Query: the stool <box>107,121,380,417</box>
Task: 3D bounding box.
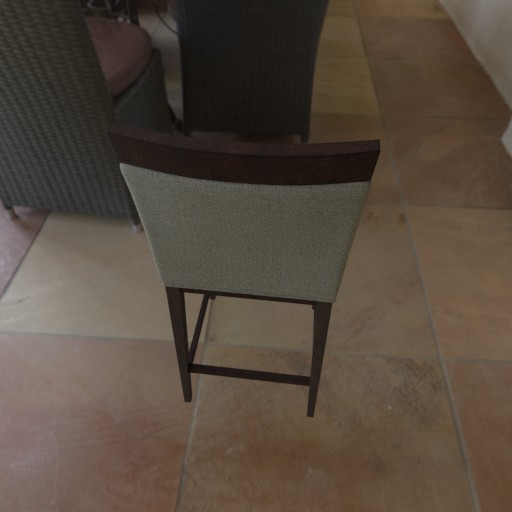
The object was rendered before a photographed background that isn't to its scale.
[{"bbox_3d":[0.000,0.000,1.373,0.511,1.117,0.531,5,47,5],"label":"stool"}]
